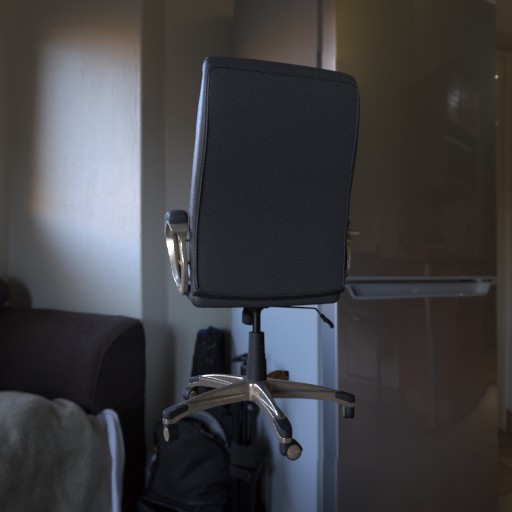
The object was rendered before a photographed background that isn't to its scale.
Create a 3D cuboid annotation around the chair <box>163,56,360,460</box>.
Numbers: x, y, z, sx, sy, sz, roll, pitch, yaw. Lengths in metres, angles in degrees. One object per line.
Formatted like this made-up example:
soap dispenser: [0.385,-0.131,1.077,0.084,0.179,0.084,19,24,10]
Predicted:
chair: [0.000,0.000,1.640,0.694,1.188,0.748,0,0,-17]
